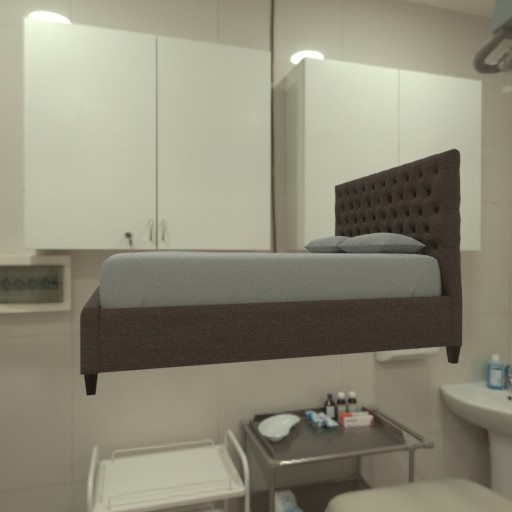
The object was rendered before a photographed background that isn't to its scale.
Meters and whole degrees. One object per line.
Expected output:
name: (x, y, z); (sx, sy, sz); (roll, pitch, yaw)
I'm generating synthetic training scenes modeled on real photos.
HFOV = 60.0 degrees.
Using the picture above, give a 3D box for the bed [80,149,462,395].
bed: (0.000, 0.000, 3.402); (2.387, 1.427, 1.698); (0, 1, -17)
